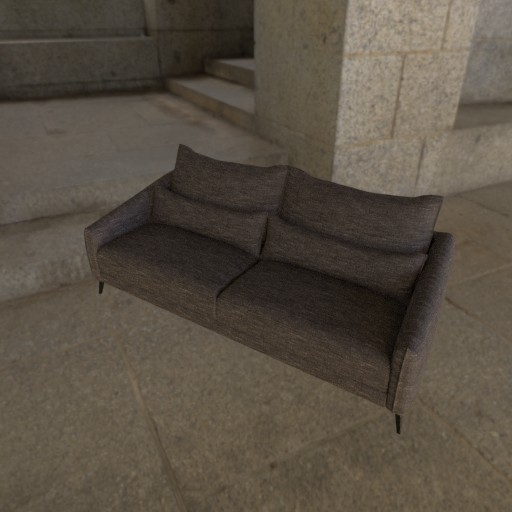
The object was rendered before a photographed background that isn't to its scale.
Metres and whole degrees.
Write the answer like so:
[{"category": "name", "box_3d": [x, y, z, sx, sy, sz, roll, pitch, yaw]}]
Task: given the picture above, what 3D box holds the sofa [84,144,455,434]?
[{"category": "sofa", "box_3d": [0.000, 0.000, 2.474, 2.019, 0.843, 0.807, 18, 34, 29]}]
